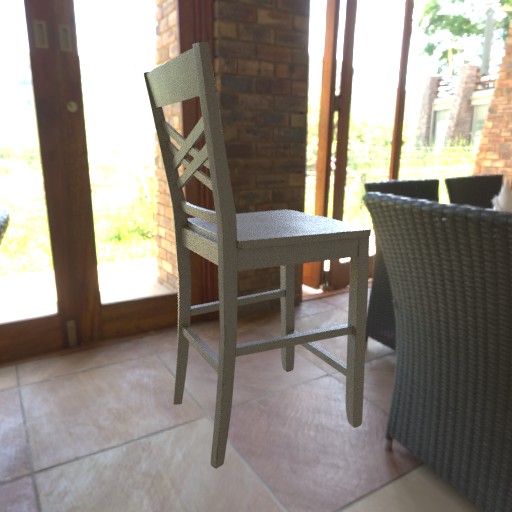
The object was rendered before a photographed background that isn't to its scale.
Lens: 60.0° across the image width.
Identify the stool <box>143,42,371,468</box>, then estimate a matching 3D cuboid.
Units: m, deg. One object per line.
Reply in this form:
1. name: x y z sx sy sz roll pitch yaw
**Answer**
1. stool: 0.000 0.000 1.359 0.539 1.079 0.462 -7 16 -27
